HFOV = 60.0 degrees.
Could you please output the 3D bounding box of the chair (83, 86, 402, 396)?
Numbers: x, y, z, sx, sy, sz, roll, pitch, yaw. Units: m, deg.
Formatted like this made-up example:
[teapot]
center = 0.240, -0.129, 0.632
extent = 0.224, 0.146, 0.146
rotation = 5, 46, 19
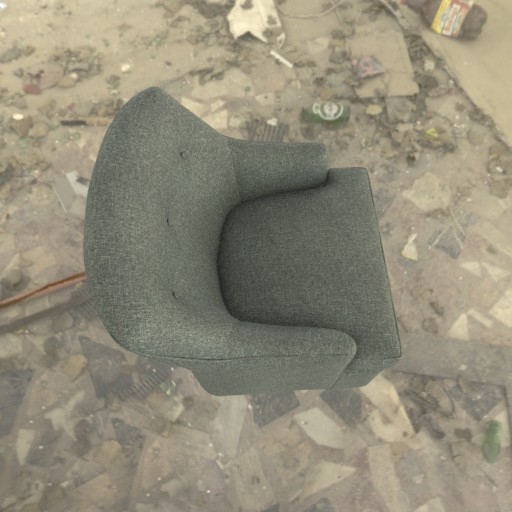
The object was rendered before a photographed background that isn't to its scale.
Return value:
[chair]
center = 0.000, 0.000, 1.556
extent = 0.923, 0.856, 0.864
rotation = -2, 62, -1
